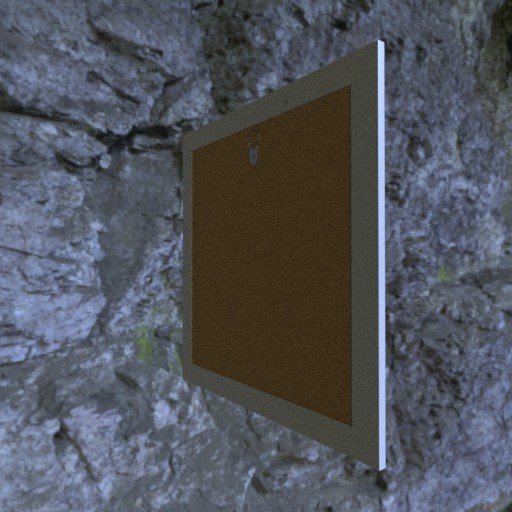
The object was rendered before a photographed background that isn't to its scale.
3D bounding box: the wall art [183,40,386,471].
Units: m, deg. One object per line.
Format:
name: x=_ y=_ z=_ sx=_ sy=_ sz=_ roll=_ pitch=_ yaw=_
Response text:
wall art: x=0.000 y=0.000 z=0.827 sx=0.015 sy=0.577 sz=0.572 roll=0 pitch=-1 yaw=-36
